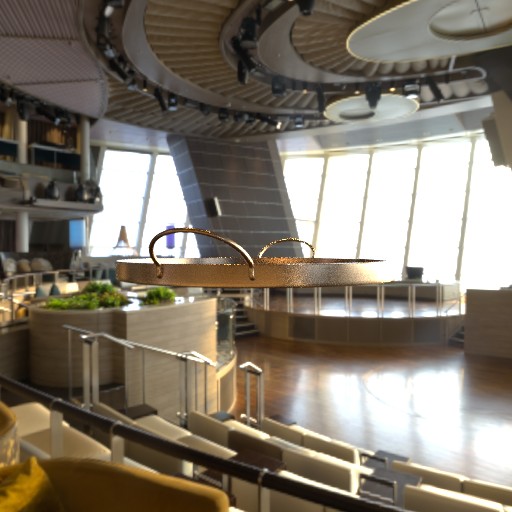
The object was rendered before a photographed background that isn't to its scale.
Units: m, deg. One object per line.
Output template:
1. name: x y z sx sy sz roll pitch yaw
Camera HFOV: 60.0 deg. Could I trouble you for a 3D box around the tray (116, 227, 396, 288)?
1. tray: 0.000 0.000 0.726 0.438 0.069 0.543 0 1 17
